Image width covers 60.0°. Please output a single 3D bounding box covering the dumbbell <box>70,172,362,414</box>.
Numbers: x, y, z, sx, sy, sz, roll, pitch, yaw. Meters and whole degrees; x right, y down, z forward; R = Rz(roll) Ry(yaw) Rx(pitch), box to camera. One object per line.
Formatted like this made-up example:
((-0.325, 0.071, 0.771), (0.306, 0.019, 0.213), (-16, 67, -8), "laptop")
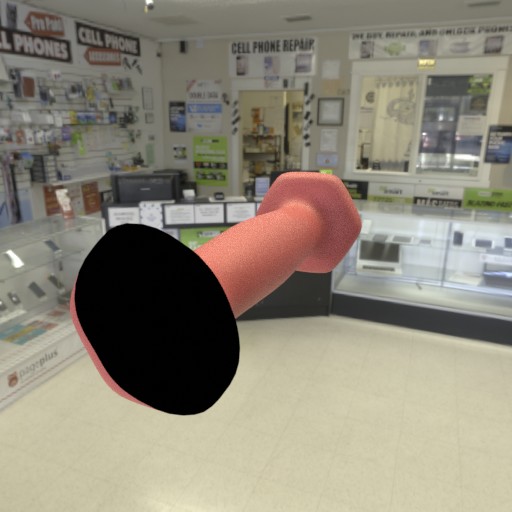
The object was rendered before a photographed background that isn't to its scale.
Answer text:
((0.000, 0.000, 0.145), (0.047, 0.043, 0.123), (8, 19, 23), "dumbbell")
